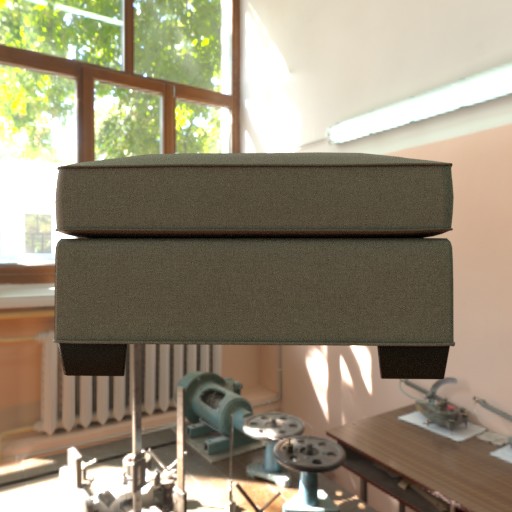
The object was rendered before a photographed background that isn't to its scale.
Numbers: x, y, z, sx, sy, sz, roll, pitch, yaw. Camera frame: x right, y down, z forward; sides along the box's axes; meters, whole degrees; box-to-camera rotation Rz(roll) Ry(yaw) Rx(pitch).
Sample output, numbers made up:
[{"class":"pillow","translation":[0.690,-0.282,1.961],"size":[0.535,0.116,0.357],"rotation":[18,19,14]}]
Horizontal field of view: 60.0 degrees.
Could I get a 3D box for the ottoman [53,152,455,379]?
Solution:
[{"class":"ottoman","translation":[0.000,0.000,1.215],"size":[0.843,0.504,0.619],"rotation":[0,1,2]}]
